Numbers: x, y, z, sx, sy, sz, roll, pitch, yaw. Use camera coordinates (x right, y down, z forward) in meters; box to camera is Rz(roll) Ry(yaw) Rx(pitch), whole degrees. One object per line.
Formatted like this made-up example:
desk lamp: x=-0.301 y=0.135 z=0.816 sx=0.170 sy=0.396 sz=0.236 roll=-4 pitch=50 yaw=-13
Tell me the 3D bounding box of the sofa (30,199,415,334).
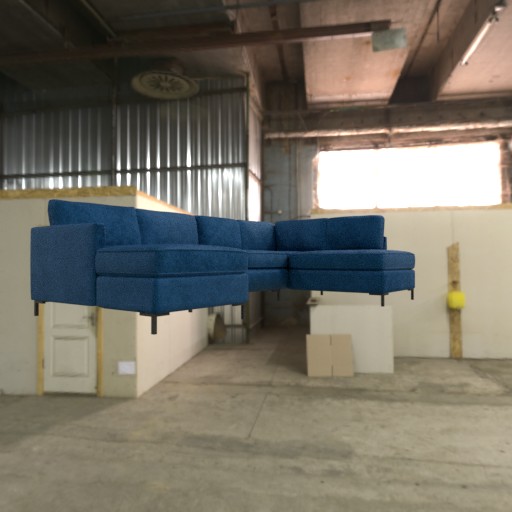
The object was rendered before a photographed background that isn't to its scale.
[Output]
sofa: x=0.000 y=0.000 z=4.353 sx=2.055 sy=0.992 sz=3.434 roll=0 pitch=-1 yaw=37
